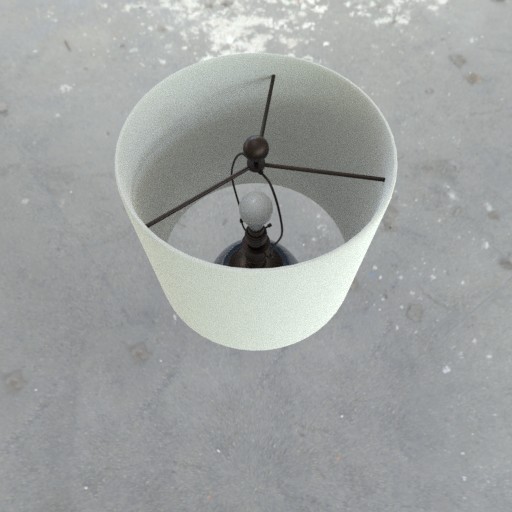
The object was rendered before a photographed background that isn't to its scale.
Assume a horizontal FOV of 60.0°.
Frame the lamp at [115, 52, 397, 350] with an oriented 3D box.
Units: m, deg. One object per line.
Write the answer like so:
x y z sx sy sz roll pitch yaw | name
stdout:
0.000 0.000 0.758 0.329 0.570 0.329 -33 67 -16 | lamp
